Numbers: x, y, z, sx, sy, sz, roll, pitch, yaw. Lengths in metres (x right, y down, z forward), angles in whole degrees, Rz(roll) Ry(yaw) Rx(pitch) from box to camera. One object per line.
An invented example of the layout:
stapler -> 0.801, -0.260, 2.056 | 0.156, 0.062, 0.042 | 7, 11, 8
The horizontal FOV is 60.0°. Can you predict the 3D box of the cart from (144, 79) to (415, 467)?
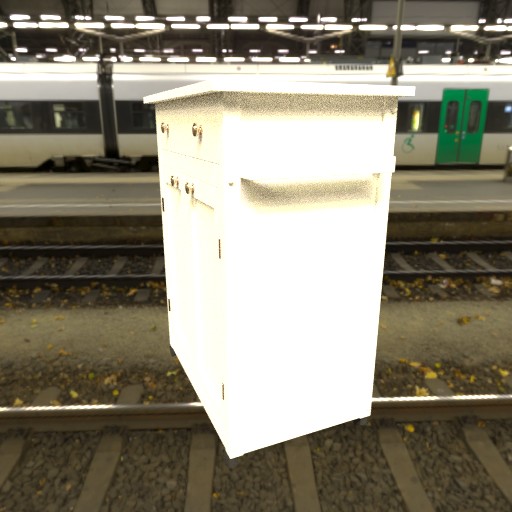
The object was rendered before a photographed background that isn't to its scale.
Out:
cart -> 0.000, 0.000, 1.248 | 0.442, 0.864, 0.683 | -7, 18, -23
